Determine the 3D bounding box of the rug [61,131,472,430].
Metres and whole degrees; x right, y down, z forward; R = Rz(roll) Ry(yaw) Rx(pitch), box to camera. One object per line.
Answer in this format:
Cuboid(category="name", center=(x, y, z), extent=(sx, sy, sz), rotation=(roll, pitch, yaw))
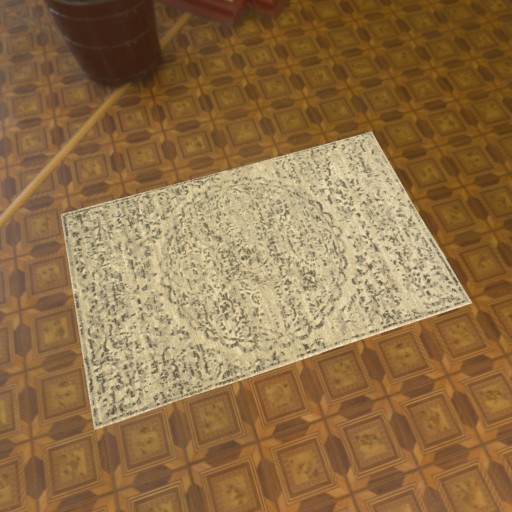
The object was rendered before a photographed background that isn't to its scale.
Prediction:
Cuboid(category="rug", center=(0.000, 0.000, 3.026), extent=(2.447, 0.021, 1.527), rotation=(-16, 64, -8))
